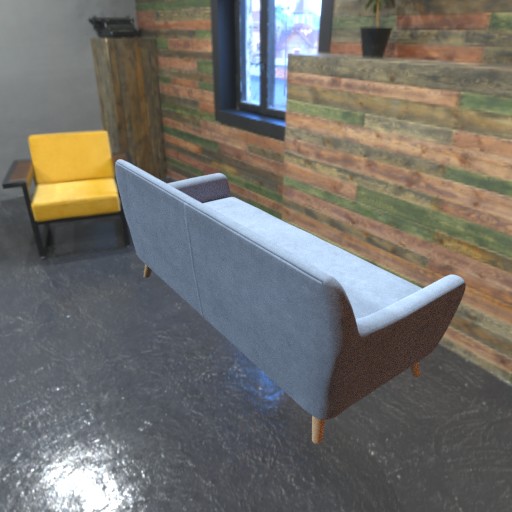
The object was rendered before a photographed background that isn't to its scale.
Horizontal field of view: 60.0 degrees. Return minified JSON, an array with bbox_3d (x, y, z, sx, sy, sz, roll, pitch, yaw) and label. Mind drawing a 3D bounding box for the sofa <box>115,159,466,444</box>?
[{"bbox_3d":[0.000,0.000,2.432,0.830,0.830,1.970,-18,32,-32],"label":"sofa"}]
